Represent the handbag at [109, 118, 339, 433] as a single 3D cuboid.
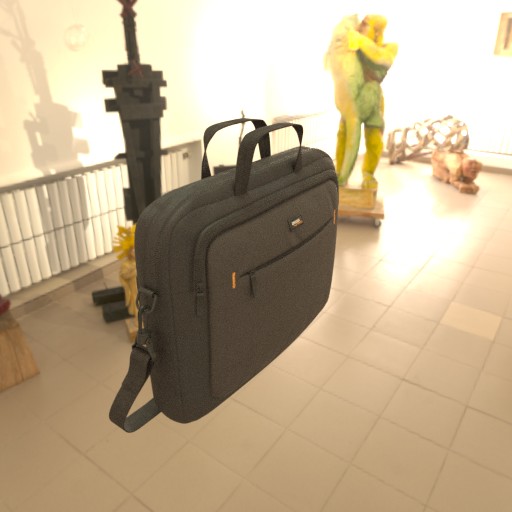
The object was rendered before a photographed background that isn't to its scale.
[{"bbox_3d":[0.000,0.000,0.427,0.089,0.244,0.320,18,31,32],"label":"handbag"}]
